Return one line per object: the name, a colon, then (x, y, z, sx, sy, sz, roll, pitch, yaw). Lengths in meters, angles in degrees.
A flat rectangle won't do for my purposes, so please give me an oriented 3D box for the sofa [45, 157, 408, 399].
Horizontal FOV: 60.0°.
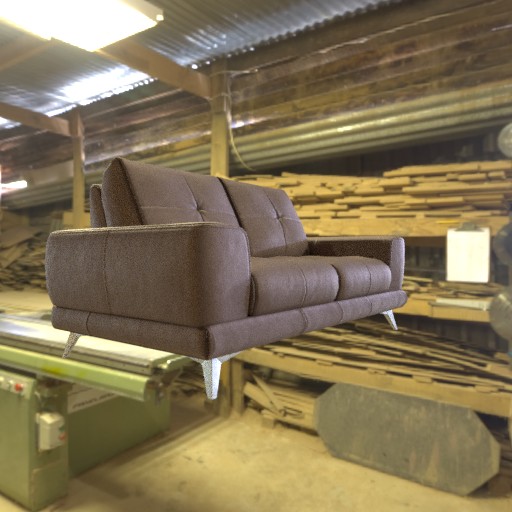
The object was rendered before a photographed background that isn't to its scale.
sofa: (0.000, 0.000, 2.344, 1.018, 0.907, 1.806, 0, 1, 38)
